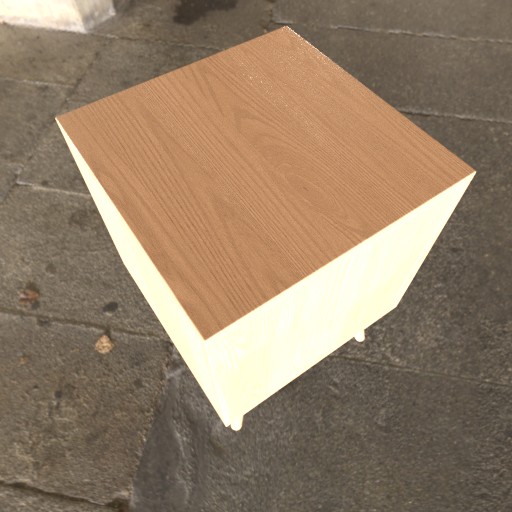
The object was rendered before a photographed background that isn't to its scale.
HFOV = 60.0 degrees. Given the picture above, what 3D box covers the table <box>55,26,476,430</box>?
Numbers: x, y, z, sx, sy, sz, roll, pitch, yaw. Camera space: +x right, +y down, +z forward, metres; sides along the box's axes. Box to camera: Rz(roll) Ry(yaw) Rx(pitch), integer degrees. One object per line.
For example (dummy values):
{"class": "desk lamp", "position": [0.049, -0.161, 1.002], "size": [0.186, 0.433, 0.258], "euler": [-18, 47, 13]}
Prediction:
{"class": "table", "position": [0.000, 0.000, 0.816], "size": [0.400, 0.550, 0.400], "euler": [-30, 62, -18]}
